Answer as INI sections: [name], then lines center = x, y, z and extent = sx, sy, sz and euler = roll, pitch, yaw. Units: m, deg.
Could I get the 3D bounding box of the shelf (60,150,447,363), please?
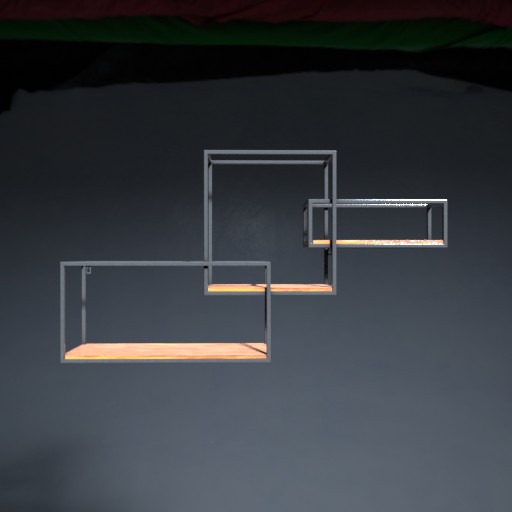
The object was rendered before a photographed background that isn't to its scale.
[shelf]
center = 0.000, 0.000, 2.154
extent = 1.781, 0.972, 0.275
euler = 0, 0, -1
